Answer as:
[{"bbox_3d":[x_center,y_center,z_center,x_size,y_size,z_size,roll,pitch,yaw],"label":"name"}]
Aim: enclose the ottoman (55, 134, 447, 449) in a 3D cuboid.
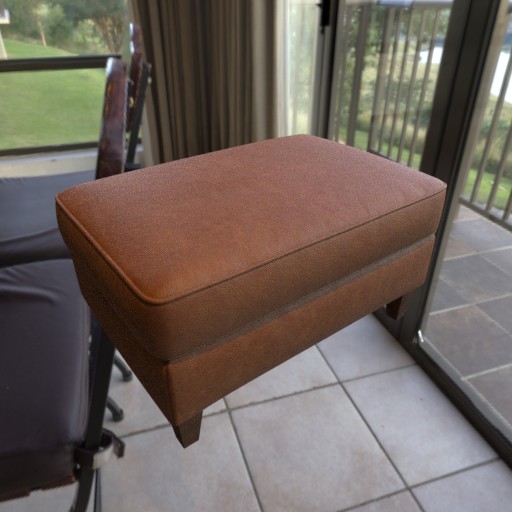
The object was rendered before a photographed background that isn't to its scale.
[{"bbox_3d":[0.000,0.000,1.203,0.864,0.483,0.584,-21,38,-31],"label":"ottoman"}]
